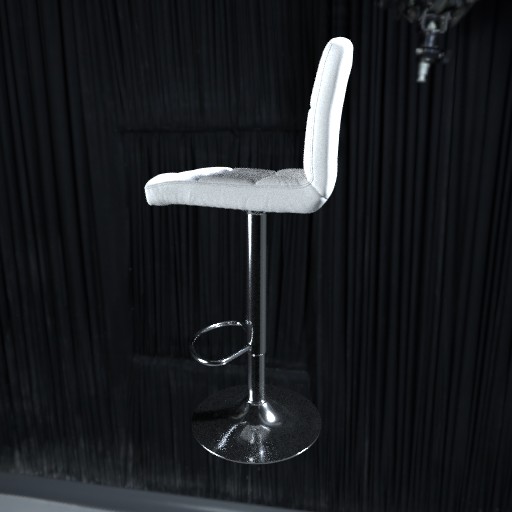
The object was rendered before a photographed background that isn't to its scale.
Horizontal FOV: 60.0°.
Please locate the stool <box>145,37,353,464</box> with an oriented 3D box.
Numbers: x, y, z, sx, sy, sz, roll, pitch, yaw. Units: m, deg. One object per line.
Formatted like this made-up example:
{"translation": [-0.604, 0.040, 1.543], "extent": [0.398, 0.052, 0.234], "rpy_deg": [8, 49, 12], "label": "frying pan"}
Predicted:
{"translation": [0.000, 0.000, 1.323], "extent": [0.505, 1.115, 0.430], "rpy_deg": [2, 15, 10], "label": "stool"}
